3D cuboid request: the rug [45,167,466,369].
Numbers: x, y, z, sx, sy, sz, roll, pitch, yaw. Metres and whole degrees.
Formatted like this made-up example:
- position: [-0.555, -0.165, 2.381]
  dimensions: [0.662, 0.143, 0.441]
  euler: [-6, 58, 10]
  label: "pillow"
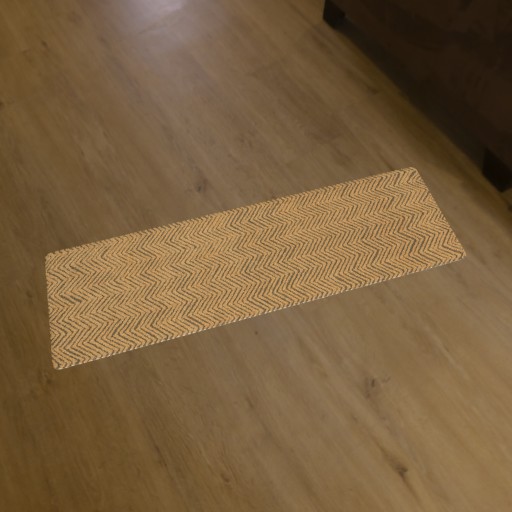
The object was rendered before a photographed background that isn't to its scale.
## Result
- position: [0.000, 0.000, 2.501]
  dimensions: [2.286, 0.008, 0.686]
  euler: [-14, 62, -8]
  label: "rug"
